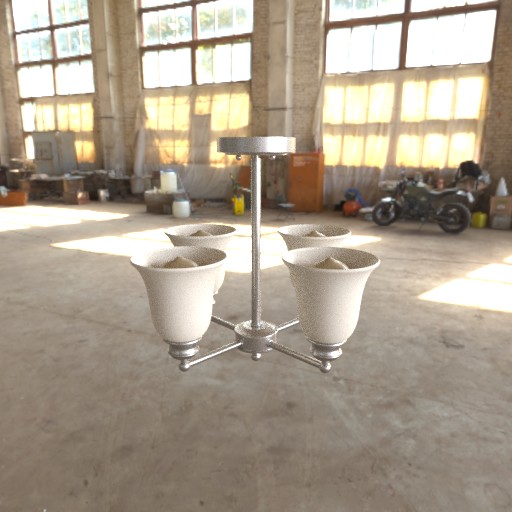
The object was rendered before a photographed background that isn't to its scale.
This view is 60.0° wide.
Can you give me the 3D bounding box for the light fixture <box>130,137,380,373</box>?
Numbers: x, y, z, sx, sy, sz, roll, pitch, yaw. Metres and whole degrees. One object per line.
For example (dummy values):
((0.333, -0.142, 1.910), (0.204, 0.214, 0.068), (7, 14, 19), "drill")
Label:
((0.000, 0.000, 0.718), (0.427, 0.370, 0.427), (-13, 18, -42), "light fixture")
